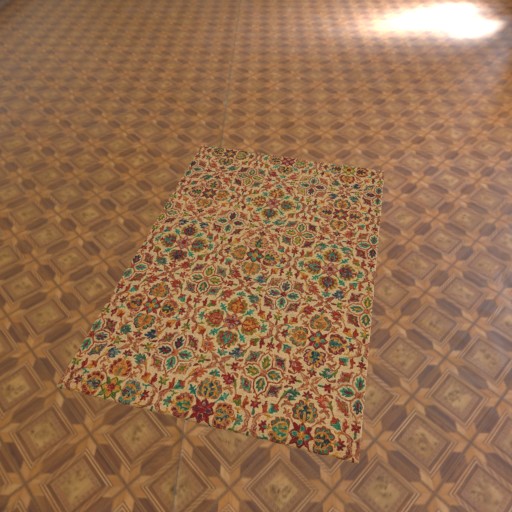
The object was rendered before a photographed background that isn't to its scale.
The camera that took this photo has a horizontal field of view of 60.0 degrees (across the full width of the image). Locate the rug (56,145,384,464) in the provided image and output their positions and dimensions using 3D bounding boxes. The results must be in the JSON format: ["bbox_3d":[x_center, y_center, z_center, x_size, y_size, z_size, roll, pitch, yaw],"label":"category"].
[{"bbox_3d":[0.000,0.000,2.906,1.541,0.018,2.297,10,48,10],"label":"rug"}]
